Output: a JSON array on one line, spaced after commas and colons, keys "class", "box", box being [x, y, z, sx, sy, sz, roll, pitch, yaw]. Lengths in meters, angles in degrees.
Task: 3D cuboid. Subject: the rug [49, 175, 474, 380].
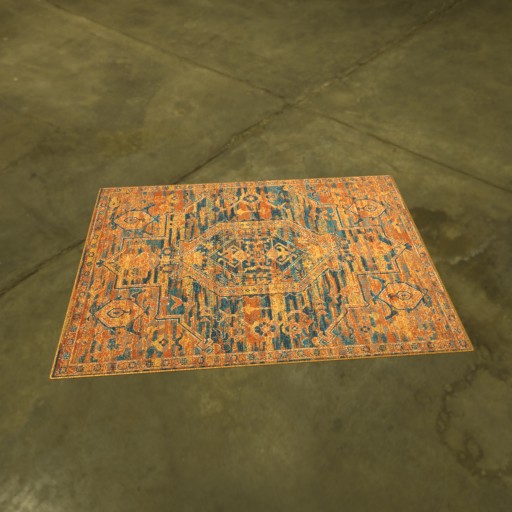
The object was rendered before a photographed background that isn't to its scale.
[{"class": "rug", "box": [0.000, 0.000, 3.718, 2.916, 0.019, 2.043, -3, 47, -3]}]
